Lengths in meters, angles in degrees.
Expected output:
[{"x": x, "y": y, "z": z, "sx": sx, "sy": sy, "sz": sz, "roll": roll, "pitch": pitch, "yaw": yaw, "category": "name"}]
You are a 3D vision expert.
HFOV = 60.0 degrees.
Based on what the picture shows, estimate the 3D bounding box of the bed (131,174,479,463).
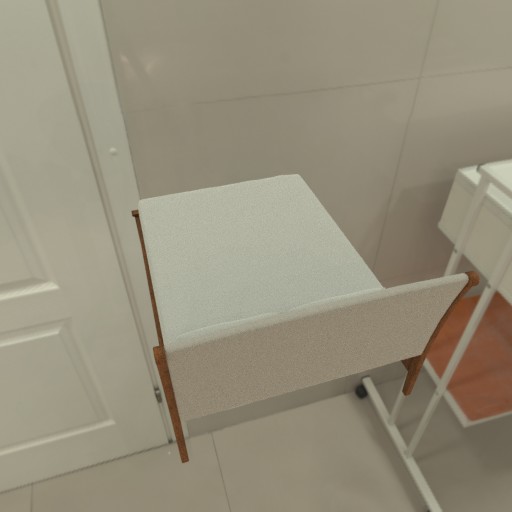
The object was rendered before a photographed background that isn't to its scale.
[{"x": 0.000, "y": 0.000, "z": 2.943, "sx": 1.502, "sy": 1.135, "sz": 2.108, "roll": -11, "pitch": 42, "yaw": -13, "category": "bed"}]
